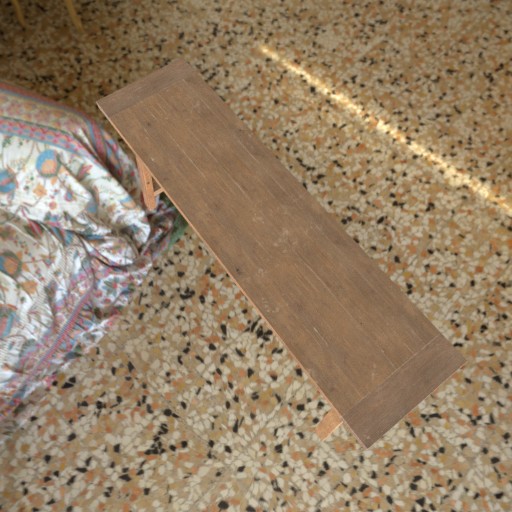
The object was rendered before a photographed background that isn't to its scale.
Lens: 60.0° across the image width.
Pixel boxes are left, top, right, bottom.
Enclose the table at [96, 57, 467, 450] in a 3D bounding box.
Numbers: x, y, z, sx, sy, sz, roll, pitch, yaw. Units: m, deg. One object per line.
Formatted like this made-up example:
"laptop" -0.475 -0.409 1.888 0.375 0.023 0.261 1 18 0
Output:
"table" 0.000 0.000 2.127 0.465 0.810 1.800 -34 70 -14
